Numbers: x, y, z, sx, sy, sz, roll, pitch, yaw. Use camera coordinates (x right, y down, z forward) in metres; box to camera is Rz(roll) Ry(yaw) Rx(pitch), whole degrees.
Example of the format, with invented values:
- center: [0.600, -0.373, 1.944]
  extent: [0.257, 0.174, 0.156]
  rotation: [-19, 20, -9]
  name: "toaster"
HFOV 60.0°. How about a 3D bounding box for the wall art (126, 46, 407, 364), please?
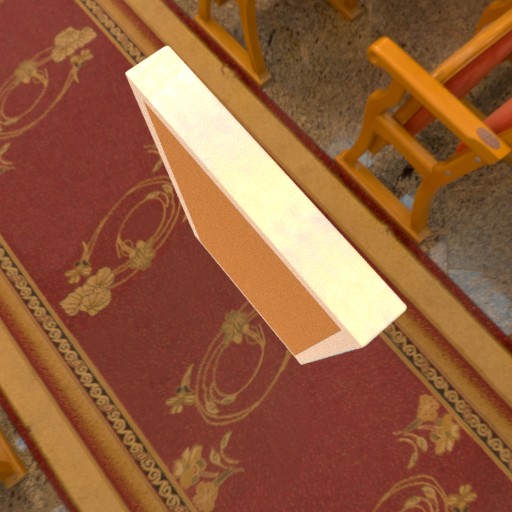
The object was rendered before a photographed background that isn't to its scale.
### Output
- center: [0.000, 0.000, 0.479]
  extent: [0.039, 0.380, 0.251]
  rotation: [-38, 78, -10]
  name: "wall art"
